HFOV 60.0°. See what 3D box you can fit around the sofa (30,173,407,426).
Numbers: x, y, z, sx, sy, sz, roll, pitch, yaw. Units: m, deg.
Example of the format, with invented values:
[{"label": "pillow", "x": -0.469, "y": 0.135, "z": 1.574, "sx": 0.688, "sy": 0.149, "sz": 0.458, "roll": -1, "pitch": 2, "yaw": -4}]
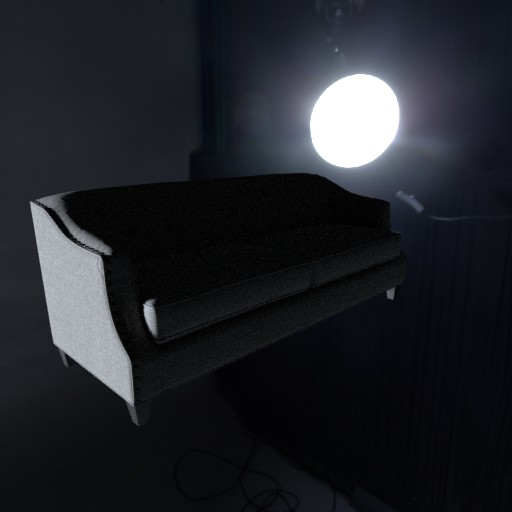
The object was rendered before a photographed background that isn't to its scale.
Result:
[{"label": "sofa", "x": 0.000, "y": 0.000, "z": 2.719, "sx": 0.914, "sy": 0.901, "sz": 2.235, "roll": 14, "pitch": 20, "yaw": 43}]
